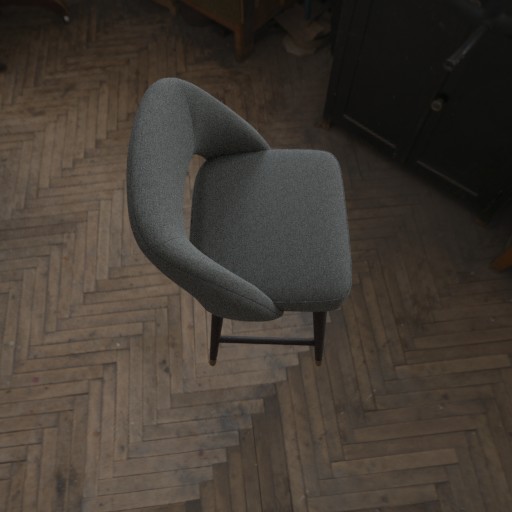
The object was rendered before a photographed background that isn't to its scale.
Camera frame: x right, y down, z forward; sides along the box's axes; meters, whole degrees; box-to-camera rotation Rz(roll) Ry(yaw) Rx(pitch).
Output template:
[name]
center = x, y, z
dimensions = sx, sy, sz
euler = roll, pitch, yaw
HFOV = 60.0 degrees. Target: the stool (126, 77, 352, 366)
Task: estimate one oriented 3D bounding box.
[stool]
center = 0.000, 0.000, 1.377
dimensions = 0.524, 1.089, 0.536
euler = 0, 65, 0
